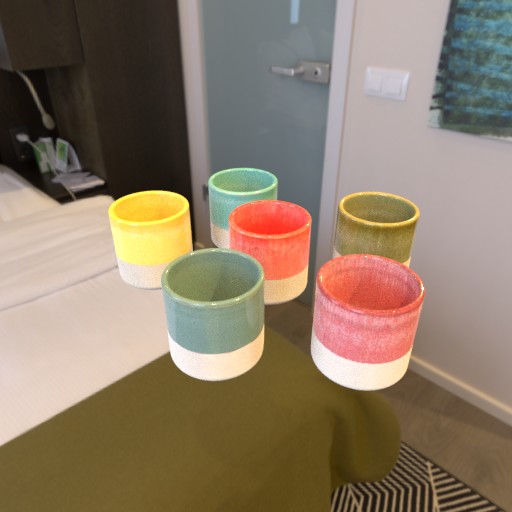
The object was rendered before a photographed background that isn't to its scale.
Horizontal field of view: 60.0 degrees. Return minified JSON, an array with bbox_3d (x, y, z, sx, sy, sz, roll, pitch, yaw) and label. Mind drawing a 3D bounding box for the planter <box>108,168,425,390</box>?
[{"bbox_3d":[0.000,0.000,0.414,0.286,0.075,0.257,7,32,12],"label":"planter"}]
